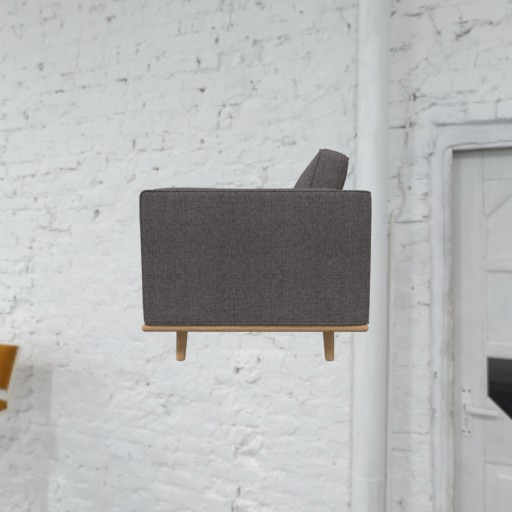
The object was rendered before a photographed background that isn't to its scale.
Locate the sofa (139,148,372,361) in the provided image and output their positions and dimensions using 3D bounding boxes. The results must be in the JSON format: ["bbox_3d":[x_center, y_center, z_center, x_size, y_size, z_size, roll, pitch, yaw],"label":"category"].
[{"bbox_3d":[0.000,0.000,2.799,0.903,0.899,2.362,0,-1,0],"label":"sofa"}]
